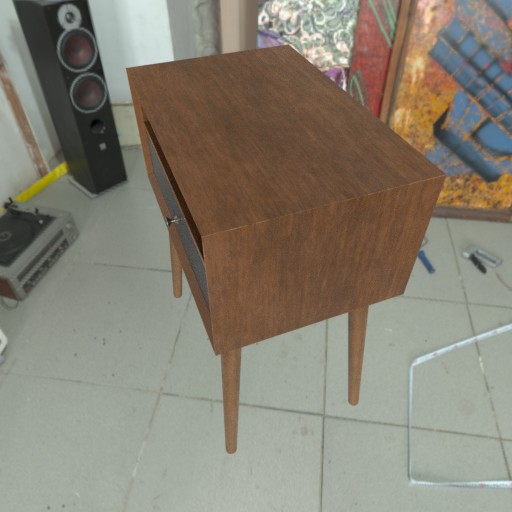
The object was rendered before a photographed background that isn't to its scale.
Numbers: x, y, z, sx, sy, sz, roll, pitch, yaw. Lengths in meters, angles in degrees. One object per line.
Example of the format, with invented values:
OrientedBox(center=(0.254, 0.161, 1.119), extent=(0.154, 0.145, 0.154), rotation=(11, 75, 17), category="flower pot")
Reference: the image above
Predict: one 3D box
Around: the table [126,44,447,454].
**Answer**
OrientedBox(center=(0.000, 0.000, 0.839), extent=(0.307, 0.580, 0.454), rotation=(-15, 47, -15), category="table")
